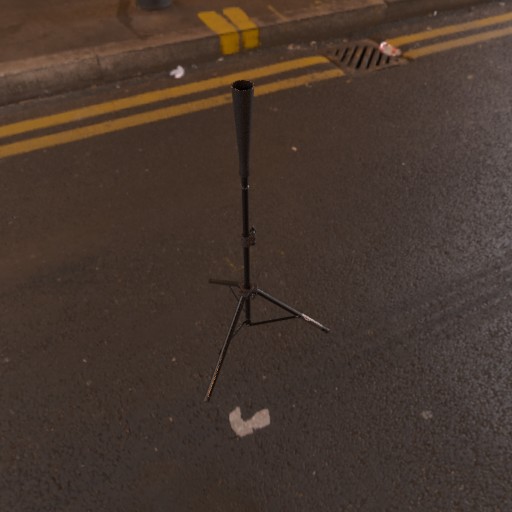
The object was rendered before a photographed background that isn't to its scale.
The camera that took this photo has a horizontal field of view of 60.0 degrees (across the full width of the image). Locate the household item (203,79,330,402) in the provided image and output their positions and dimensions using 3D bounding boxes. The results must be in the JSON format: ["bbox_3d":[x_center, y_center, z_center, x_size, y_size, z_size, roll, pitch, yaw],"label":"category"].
[{"bbox_3d":[0.000,0.000,1.385,0.559,1.067,0.559,10,49,9],"label":"household item"}]
